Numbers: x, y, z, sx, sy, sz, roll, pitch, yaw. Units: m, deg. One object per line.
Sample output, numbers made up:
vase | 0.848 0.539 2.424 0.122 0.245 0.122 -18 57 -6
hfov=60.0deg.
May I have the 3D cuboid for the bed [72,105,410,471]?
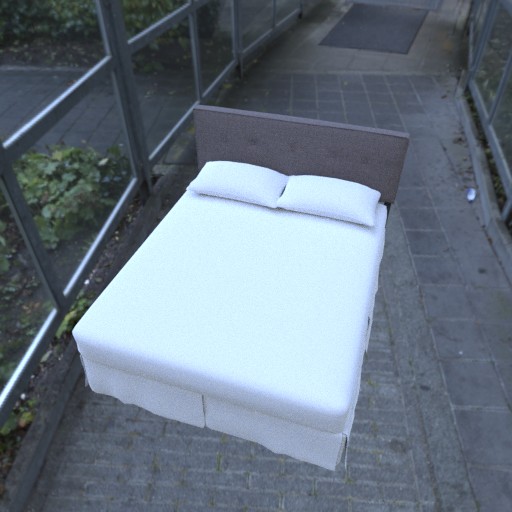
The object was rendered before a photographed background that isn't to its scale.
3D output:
bed | 0.000 0.000 2.843 1.610 1.089 1.894 12 42 14
